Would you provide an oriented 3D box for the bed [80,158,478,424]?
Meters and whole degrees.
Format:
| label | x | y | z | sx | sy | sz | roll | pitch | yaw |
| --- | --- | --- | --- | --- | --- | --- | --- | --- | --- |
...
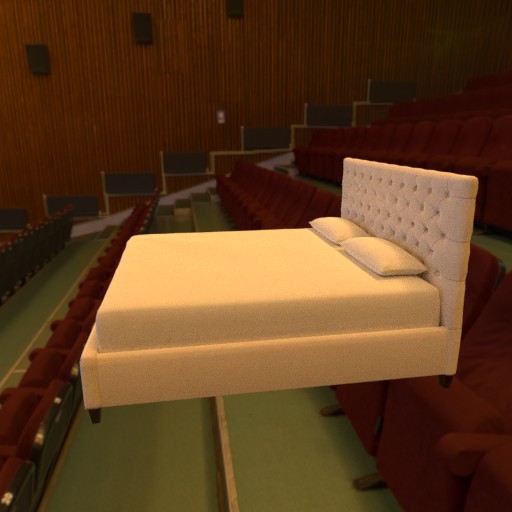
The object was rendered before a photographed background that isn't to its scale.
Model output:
| label | x | y | z | sx | sy | sz | roll | pitch | yaw |
| --- | --- | --- | --- | --- | --- | --- | --- | --- | --- |
| bed | 0.000 | 0.000 | 3.585 | 2.387 | 1.427 | 2.078 | -3 | 16 | -9 |
